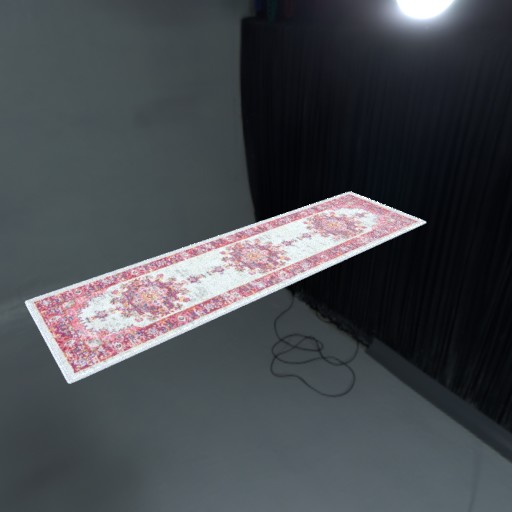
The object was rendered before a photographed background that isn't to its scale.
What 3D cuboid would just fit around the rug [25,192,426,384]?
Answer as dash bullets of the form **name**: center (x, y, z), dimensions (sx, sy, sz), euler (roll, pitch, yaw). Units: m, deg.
- **rug**: center (0.000, 0.000, 2.503), dimensions (2.294, 0.011, 0.666), euler (-21, 36, -32)
